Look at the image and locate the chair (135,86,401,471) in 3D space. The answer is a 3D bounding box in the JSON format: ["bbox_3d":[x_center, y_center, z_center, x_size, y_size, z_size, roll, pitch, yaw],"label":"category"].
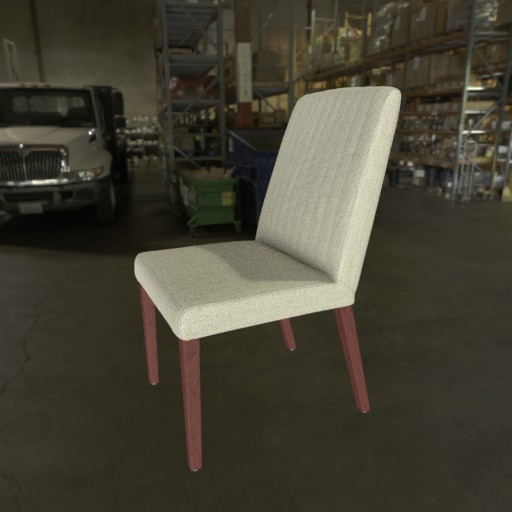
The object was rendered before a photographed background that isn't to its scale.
[{"bbox_3d":[0.000,0.000,1.242,0.594,0.900,0.480,-8,18,-25],"label":"chair"}]
